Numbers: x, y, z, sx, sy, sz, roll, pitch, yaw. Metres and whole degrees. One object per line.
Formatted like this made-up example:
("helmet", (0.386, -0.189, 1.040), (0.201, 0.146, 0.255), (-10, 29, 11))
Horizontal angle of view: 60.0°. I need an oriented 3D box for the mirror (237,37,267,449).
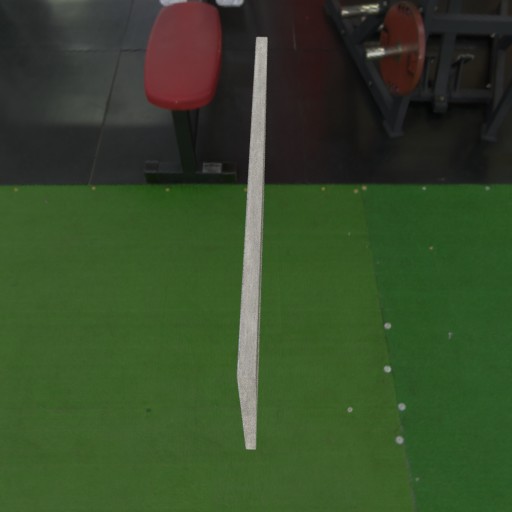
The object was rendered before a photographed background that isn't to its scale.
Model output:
("mirror", (0.000, 0.000, 1.158), (0.028, 0.689, 0.839), (2, 58, 1))
